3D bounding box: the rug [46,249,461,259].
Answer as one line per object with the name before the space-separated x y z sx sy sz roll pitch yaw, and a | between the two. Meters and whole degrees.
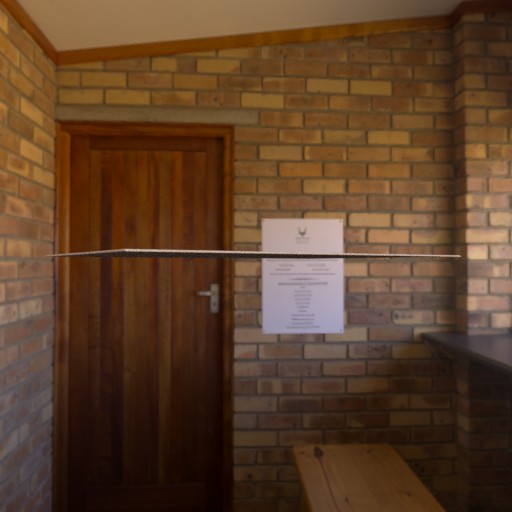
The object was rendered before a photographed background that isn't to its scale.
rug | 0.000 0.000 2.344 1.828 0.007 1.220 1 -1 -35
